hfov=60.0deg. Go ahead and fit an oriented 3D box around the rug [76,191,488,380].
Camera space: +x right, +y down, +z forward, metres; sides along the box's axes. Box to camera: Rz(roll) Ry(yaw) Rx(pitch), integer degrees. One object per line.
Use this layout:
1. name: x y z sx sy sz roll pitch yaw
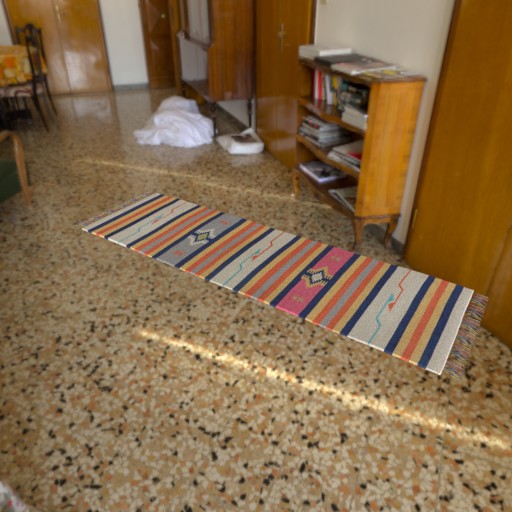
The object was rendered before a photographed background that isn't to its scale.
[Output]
1. rug: 0.000 0.000 2.618 2.455 0.017 0.695 19 37 28
